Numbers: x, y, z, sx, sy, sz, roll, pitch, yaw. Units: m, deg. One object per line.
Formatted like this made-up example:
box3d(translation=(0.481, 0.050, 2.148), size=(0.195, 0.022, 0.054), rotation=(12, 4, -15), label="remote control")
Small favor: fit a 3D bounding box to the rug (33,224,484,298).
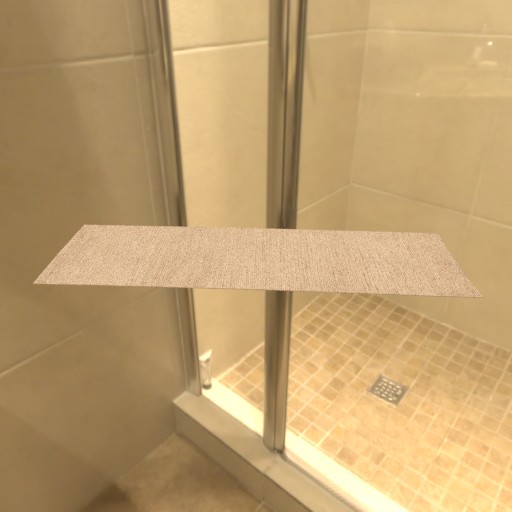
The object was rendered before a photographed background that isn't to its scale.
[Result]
box3d(translation=(0.000, 0.000, 2.603), size=(2.346, 0.013, 0.712), rotation=(2, 30, 3), label="rug")
